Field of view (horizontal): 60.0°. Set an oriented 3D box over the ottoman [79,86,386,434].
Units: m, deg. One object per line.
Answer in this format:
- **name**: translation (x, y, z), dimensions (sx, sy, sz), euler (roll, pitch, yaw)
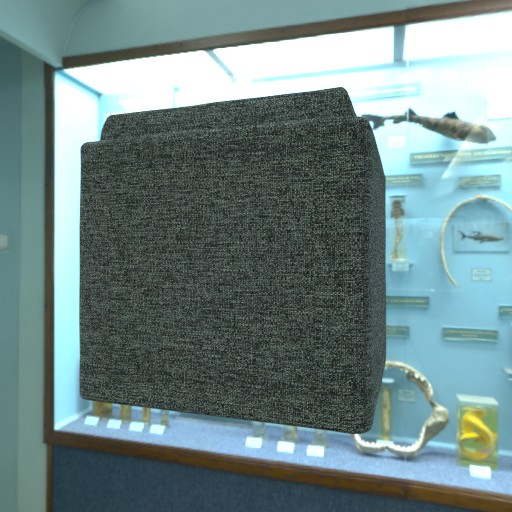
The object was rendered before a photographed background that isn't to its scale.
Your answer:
- **ottoman**: translation (0.000, 0.000, 0.823), dimensions (0.450, 0.463, 0.450), euler (0, 0, 19)
